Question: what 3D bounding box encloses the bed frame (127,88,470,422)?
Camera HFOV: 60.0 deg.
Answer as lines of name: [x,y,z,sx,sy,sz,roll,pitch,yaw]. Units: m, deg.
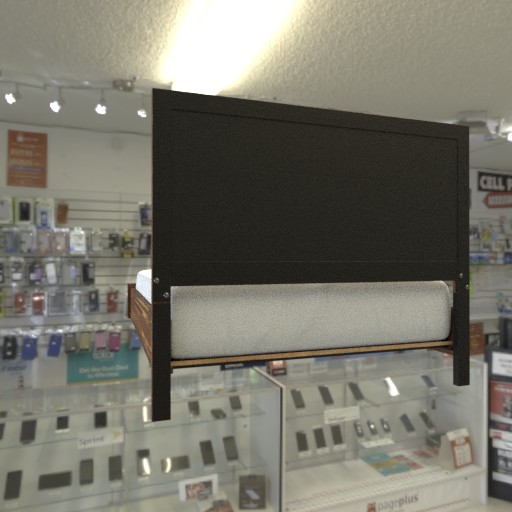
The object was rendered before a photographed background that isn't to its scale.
bed frame: [0.000,0.000,3.223,1.696,1.417,2.276,0,0,-19]
